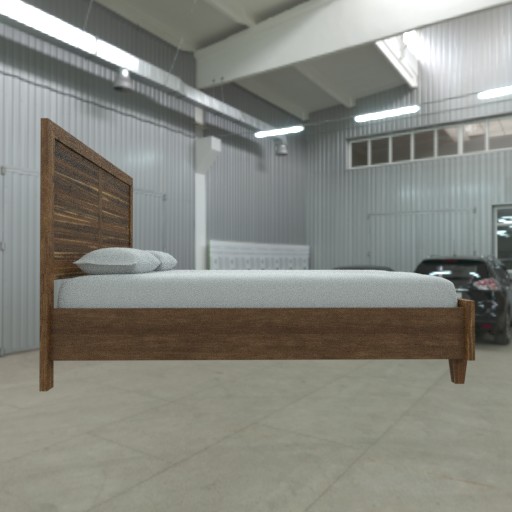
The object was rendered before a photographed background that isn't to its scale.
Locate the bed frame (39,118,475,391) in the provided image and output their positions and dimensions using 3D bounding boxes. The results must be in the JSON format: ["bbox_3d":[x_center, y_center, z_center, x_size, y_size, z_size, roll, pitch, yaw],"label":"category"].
[{"bbox_3d":[0.000,0.000,3.163,2.276,1.417,1.696,0,-1,-1],"label":"bed frame"}]
